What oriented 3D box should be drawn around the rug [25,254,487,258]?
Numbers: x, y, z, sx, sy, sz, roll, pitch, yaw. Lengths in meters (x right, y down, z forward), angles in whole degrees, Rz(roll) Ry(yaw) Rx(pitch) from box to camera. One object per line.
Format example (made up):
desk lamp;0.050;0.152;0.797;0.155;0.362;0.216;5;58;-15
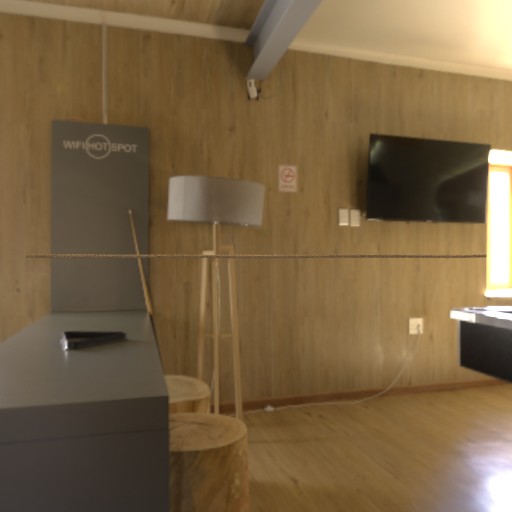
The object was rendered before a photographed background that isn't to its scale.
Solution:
rug;0.000;0.000;3.124;2.459;0.023;1.575;0;0;0
